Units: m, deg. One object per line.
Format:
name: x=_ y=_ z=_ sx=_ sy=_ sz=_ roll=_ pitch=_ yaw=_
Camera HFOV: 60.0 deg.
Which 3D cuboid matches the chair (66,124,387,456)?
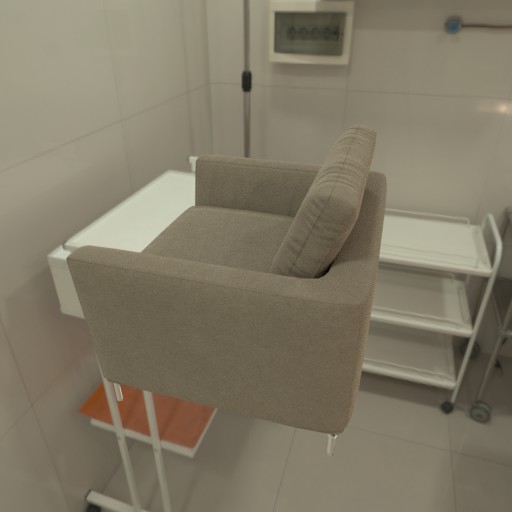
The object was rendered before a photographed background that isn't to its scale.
chair: x=0.000 y=0.000 z=1.681 sx=0.889 sy=0.864 sz=1.041 roll=9 pitch=31 yaw=15
